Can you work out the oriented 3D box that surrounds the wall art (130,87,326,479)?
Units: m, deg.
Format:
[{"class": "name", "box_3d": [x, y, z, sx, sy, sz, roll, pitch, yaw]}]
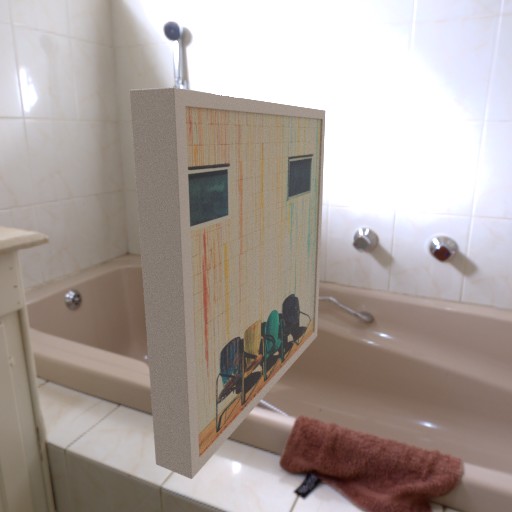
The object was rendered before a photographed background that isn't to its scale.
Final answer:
[{"class": "wall art", "box_3d": [0.000, 0.000, 0.465, 0.038, 0.305, 0.305, 8, 17, 26]}]
